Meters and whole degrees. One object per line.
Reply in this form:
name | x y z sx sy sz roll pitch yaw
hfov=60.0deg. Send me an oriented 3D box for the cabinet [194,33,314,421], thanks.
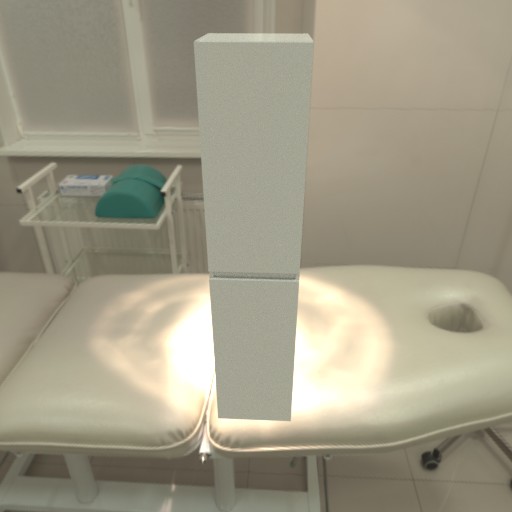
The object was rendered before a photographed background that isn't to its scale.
cabinet | 0.000 0.000 1.576 0.300 1.400 0.270 1 31 2
